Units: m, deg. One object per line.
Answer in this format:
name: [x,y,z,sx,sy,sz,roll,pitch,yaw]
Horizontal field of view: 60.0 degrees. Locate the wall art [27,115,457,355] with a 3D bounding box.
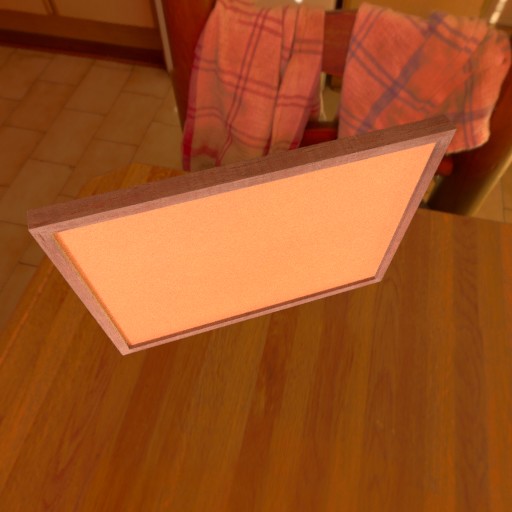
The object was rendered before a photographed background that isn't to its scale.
wall art: [0.000,0.000,1.755,1.320,1.009,0.070,-15,59,-9]
